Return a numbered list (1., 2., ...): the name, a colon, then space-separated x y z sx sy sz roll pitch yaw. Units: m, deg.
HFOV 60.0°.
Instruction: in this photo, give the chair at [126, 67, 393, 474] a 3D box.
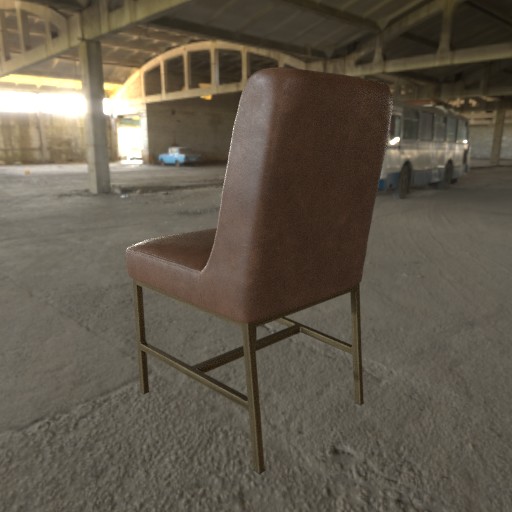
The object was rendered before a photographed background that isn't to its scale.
1. chair: 0.000 0.000 1.237 0.508 0.889 0.587 -13 19 -42
